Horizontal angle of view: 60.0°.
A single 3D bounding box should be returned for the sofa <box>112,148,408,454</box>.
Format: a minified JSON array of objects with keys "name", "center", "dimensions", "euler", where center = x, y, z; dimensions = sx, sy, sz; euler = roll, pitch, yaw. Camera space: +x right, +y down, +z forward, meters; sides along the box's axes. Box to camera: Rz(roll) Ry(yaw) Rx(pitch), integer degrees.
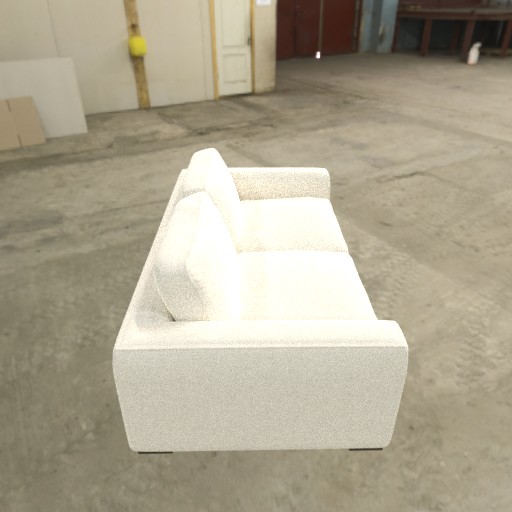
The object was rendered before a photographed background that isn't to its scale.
[{"name":"sofa","center":[0.000,0.000,2.419],"dimensions":[1.069,0.801,1.920],"euler":[0,30,-1]}]
